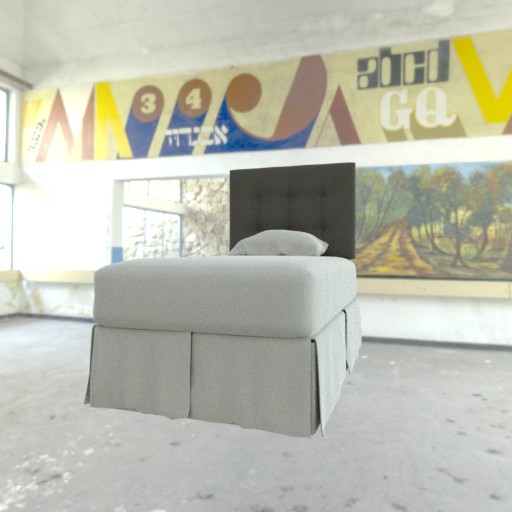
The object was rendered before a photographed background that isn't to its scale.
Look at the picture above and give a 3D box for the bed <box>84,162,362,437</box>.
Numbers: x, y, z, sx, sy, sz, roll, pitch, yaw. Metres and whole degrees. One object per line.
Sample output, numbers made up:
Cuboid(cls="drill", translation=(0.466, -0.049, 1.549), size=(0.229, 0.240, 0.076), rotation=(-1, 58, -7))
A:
Cuboid(cls="bed", translation=(0.000, 0.000, 3.020), size=(1.261, 1.571, 1.997), rotation=(0, 0, 19))
